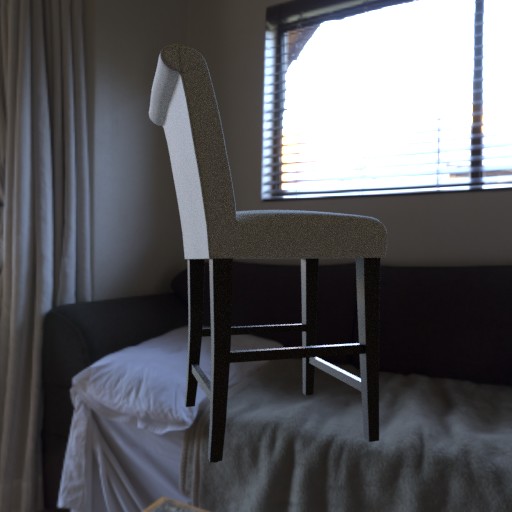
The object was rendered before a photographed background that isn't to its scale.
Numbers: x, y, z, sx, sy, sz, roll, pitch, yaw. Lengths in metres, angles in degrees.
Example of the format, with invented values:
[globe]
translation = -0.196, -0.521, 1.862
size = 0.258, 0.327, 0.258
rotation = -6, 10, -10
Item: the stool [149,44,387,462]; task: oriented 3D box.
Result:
[stool]
translation = 0.000, 0.000, 1.298
size = 0.597, 0.976, 0.452
rotation = 0, -1, -17
